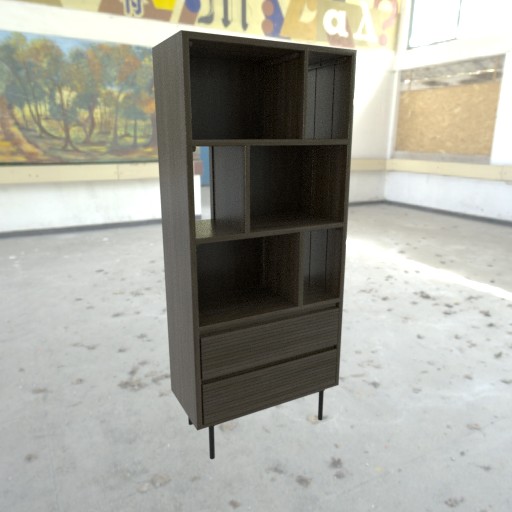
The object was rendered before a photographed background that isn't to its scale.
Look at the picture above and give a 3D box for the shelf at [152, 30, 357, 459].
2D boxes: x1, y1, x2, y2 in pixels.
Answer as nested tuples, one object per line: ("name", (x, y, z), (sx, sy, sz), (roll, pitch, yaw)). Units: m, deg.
("shelf", (0.000, 0.000, 1.798), (0.670, 1.545, 0.323), (-8, 17, -27))
